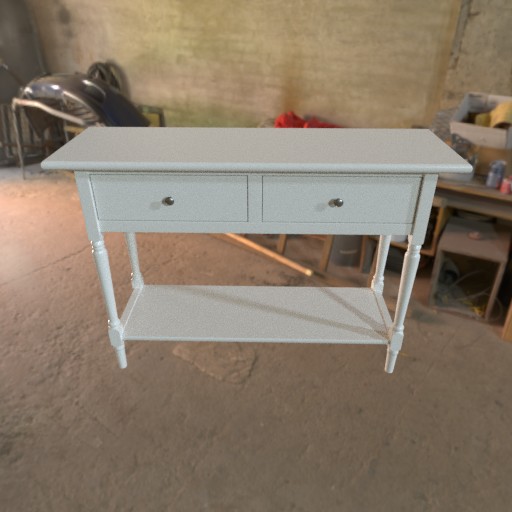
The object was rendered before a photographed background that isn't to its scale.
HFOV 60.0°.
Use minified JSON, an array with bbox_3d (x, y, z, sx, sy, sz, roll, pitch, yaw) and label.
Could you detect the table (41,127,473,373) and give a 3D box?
[{"bbox_3d":[0.000,0.000,1.587,1.191,0.814,0.386,1,31,1],"label":"table"}]
